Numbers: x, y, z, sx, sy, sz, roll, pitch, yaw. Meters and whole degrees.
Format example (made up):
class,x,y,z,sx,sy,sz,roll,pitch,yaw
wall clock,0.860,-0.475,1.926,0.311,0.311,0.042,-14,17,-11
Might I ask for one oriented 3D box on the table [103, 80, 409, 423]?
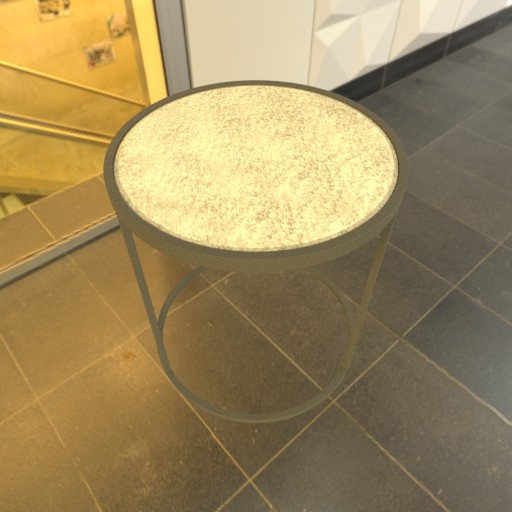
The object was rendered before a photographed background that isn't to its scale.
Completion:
class,x,y,z,sx,sy,sz,roll,pitch,yaw
table,0.000,0.000,0.882,0.470,0.498,0.470,0,47,0
